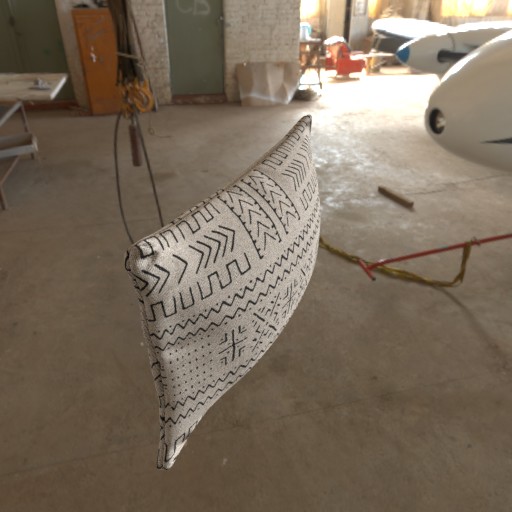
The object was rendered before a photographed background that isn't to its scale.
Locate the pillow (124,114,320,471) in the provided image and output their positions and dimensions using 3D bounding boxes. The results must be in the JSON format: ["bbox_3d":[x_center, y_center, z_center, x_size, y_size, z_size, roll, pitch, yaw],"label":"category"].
[{"bbox_3d":[0.000,0.000,0.768,0.188,0.352,0.637,12,32,19],"label":"pillow"}]
